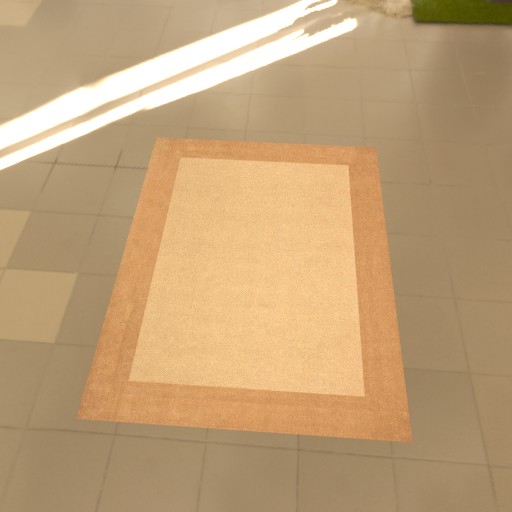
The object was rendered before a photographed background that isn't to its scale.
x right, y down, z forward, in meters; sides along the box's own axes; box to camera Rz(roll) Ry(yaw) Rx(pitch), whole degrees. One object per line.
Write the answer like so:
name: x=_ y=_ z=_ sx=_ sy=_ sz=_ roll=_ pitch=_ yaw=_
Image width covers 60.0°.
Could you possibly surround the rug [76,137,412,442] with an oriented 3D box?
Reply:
rug: x=0.000 y=0.000 z=4.057 sx=2.438 sy=0.014 sz=3.048 roll=3 pitch=56 yaw=2
